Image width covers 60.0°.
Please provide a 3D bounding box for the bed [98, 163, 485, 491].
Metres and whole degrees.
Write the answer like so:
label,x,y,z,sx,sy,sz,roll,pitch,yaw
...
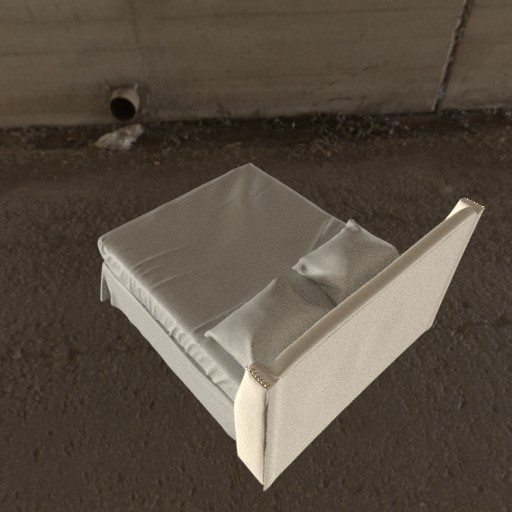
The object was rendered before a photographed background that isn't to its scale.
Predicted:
label,x,y,z,sx,sy,sz,roll,pitch,yaw
bed,0.000,0.000,3.403,1.925,1.332,2.276,-32,53,-28
